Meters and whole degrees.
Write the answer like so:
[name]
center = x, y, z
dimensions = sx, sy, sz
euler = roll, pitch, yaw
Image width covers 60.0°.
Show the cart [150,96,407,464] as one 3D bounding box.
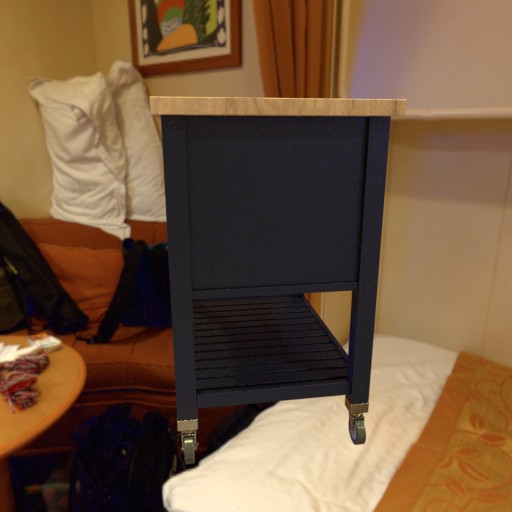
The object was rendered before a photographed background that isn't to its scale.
[cart]
center = 0.000, 0.000, 1.449
dimensions = 0.567, 0.920, 0.797
euler = -2, 16, -9
